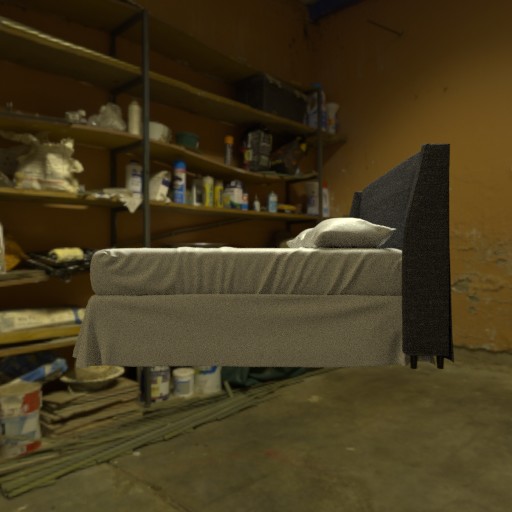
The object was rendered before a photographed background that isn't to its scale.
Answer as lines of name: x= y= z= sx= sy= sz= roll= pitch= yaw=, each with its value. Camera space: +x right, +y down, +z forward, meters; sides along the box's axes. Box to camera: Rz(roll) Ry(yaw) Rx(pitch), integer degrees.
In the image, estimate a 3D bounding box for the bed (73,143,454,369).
bed: x=0.000 y=0.000 z=3.492 sx=2.276 sy=1.332 sz=1.925 roll=0 pitch=0 yaw=0
